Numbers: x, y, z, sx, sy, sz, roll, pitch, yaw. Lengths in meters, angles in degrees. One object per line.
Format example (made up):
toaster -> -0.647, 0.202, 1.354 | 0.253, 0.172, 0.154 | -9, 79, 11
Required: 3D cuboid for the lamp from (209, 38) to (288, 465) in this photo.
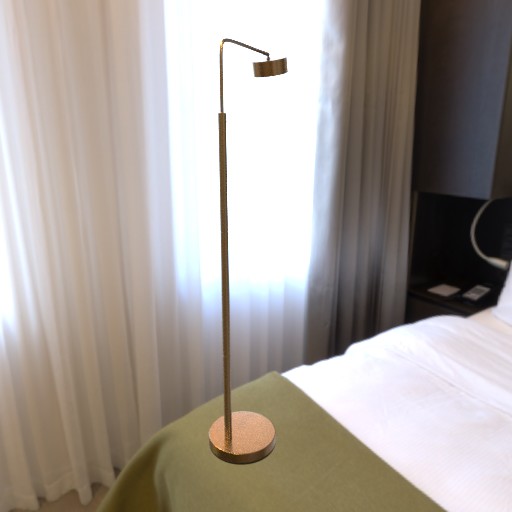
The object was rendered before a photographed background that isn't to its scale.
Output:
lamp -> 0.000, 0.000, 1.398 | 0.219, 1.230, 0.418 | 8, 17, 26
